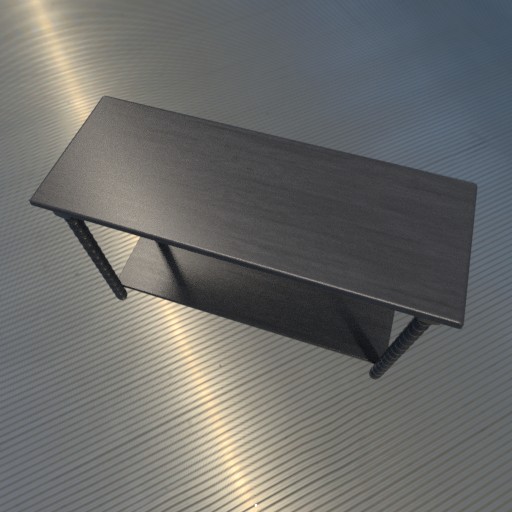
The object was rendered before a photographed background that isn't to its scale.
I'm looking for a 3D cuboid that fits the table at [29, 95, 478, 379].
[{"bbox_3d":[0.000,0.000,1.560,1.184,0.735,0.459,16,62,9],"label":"table"}]
